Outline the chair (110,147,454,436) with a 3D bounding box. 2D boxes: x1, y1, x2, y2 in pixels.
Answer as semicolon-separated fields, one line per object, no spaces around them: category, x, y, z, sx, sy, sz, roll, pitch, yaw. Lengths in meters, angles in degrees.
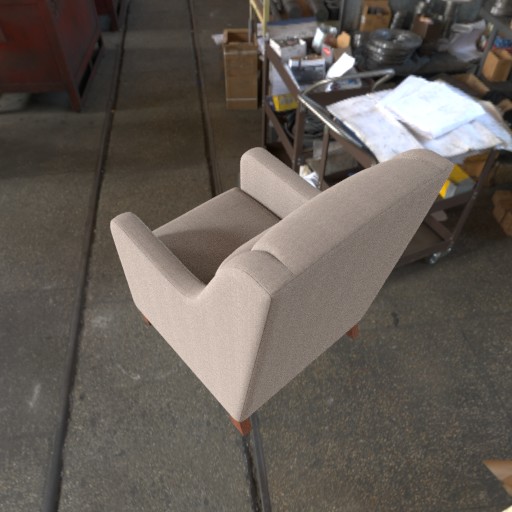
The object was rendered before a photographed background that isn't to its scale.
chair;0.000;0.000;1.634;0.715;1.017;0.890;-33;55;-27
